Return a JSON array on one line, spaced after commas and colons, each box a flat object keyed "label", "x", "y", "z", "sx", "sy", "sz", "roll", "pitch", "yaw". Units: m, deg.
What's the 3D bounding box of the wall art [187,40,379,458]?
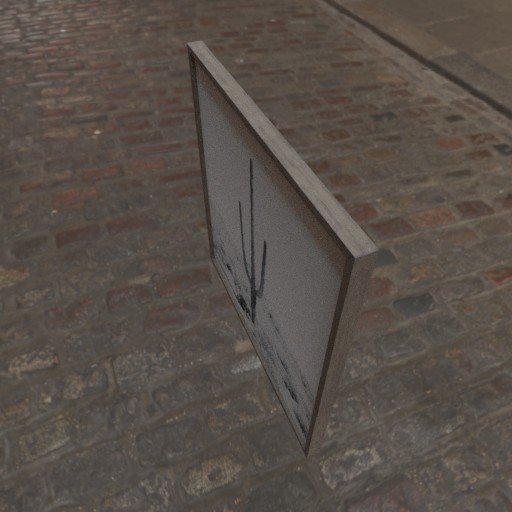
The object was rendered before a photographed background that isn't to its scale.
[{"label": "wall art", "x": 0.000, "y": 0.000, "z": 1.108, "sx": 0.038, "sy": 0.762, "sz": 0.762, "roll": -17, "pitch": 49, "yaw": -15}]
